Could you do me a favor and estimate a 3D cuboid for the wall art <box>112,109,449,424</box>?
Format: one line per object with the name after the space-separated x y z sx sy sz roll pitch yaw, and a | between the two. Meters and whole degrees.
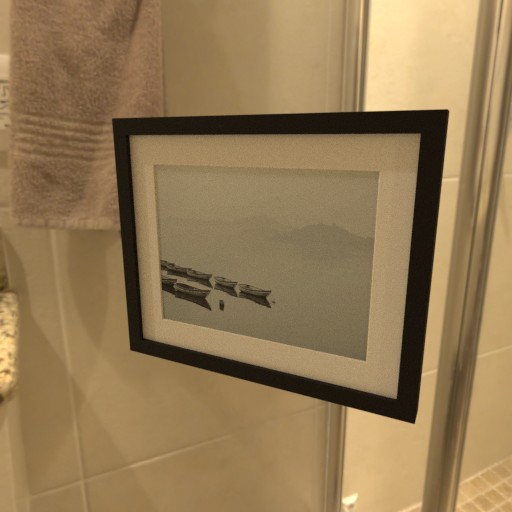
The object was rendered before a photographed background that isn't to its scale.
0.000 0.000 0.536 0.397 0.325 0.028 7 16 25 | wall art
